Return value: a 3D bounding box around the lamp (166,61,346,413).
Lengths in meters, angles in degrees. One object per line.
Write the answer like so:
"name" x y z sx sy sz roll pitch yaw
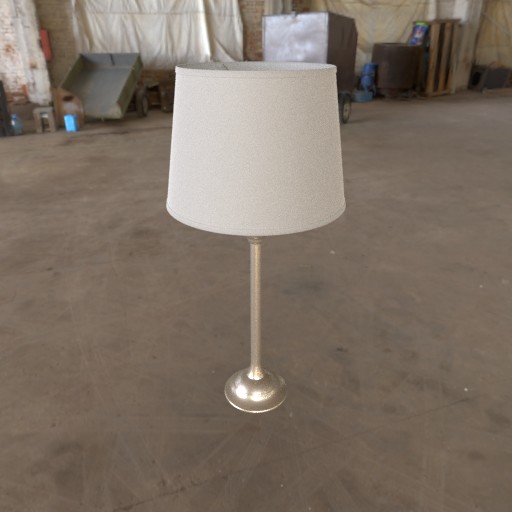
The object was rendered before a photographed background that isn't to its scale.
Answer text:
"lamp" 0.000 0.000 0.883 0.331 0.698 0.331 0 26 0
